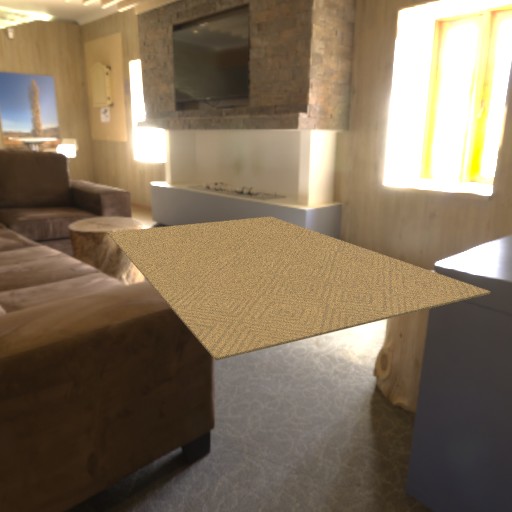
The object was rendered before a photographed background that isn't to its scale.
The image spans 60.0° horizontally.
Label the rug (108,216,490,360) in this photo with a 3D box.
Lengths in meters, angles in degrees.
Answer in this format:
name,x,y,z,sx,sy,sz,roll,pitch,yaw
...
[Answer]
name,x,y,z,sx,sy,sz,roll,pitch,yaw
rug,0.000,0.000,2.212,1.143,0.008,1.753,-8,18,-26
